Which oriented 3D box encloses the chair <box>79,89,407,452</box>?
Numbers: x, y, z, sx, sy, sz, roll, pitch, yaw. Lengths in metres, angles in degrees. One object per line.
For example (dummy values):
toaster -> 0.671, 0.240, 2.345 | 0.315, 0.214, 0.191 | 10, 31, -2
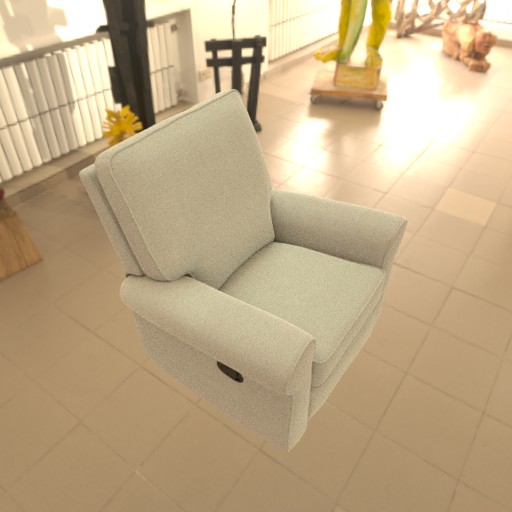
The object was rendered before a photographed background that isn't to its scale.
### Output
chair -> 0.000, 0.000, 1.669 | 0.878, 0.960, 0.890 | 25, 46, 26
